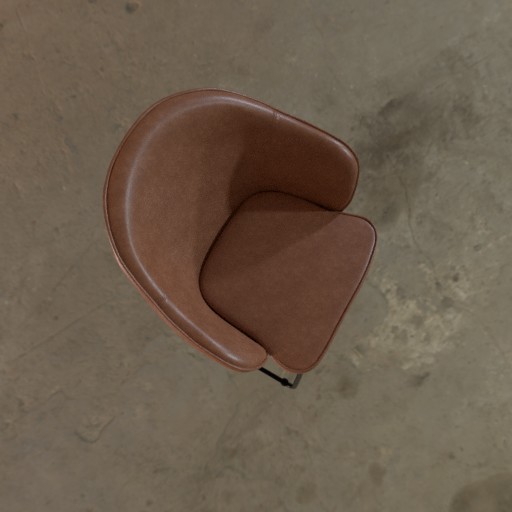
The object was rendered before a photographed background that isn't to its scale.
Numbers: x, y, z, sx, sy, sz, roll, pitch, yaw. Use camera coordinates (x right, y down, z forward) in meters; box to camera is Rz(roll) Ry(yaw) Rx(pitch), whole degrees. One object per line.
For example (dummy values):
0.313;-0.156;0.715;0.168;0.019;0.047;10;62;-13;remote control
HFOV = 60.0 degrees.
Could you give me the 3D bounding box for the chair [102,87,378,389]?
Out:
0.000;0.000;1.203;0.580;0.785;0.582;28;76;7;chair
